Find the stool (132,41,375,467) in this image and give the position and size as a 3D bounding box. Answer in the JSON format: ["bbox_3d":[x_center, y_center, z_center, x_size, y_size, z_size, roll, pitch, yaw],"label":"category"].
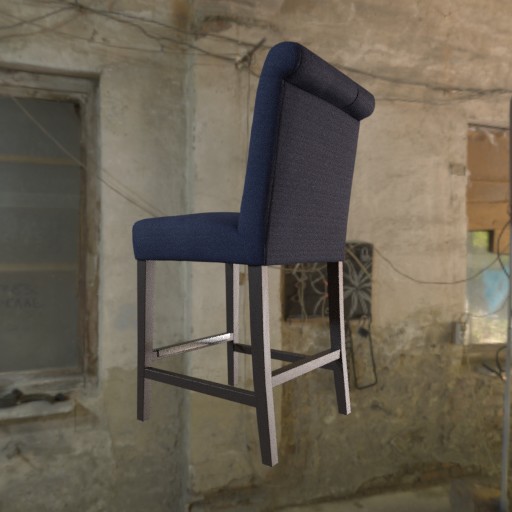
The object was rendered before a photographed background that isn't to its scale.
[{"bbox_3d":[0.000,0.000,1.356,0.601,1.010,0.493,1,1,37],"label":"stool"}]
